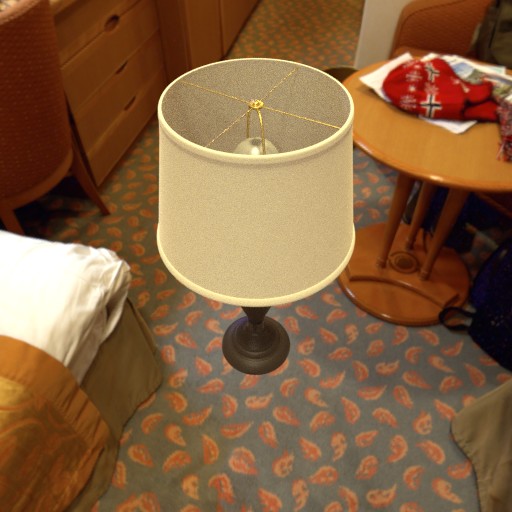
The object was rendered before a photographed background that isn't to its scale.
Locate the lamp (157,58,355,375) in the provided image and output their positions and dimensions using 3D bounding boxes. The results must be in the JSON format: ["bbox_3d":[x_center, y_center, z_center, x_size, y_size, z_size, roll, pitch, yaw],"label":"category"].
[{"bbox_3d":[0.000,0.000,0.812,0.335,0.611,0.335,0,48,0],"label":"lamp"}]
